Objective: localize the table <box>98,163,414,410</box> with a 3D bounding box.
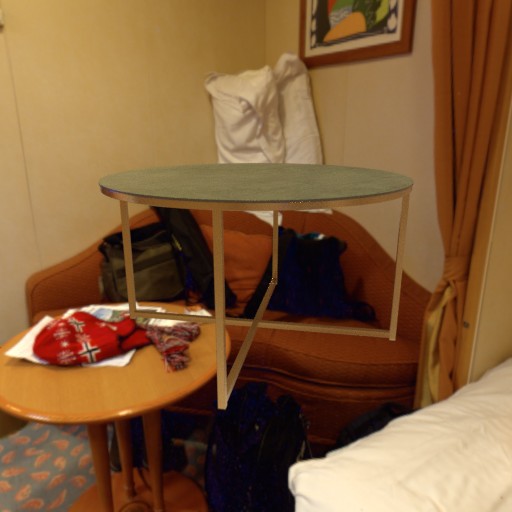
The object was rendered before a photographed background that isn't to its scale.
[{"bbox_3d":[0.000,0.000,1.253,0.800,0.450,0.800,0,17,0],"label":"table"}]
